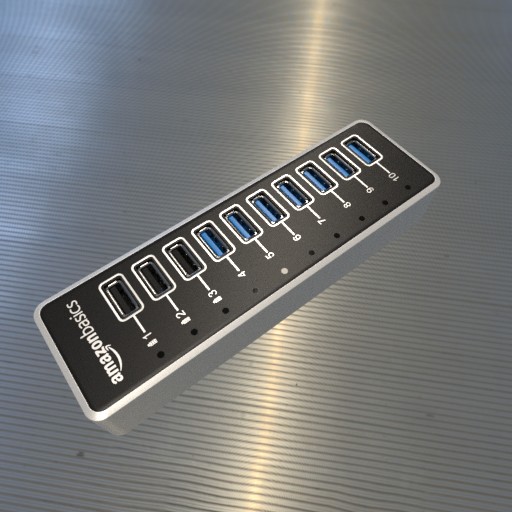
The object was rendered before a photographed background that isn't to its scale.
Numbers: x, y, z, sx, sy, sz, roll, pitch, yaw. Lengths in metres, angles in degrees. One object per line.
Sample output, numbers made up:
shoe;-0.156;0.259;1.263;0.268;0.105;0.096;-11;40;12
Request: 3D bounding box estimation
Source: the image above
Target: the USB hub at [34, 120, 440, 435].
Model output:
USB hub;0.000;0.000;0.161;0.145;0.023;0.044;-33;64;-18
